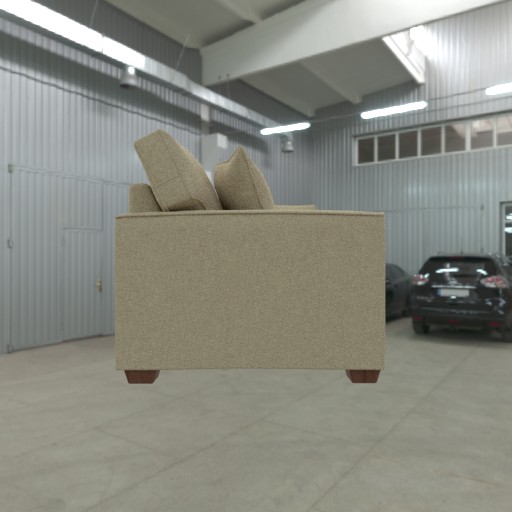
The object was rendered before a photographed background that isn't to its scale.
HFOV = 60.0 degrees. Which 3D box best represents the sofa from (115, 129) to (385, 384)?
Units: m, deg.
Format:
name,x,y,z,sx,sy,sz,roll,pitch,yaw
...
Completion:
name,x,y,z,sx,sy,sz,roll,pitch,yaw
sofa,0.000,0.000,2.774,1.061,0.962,2.317,0,0,0
